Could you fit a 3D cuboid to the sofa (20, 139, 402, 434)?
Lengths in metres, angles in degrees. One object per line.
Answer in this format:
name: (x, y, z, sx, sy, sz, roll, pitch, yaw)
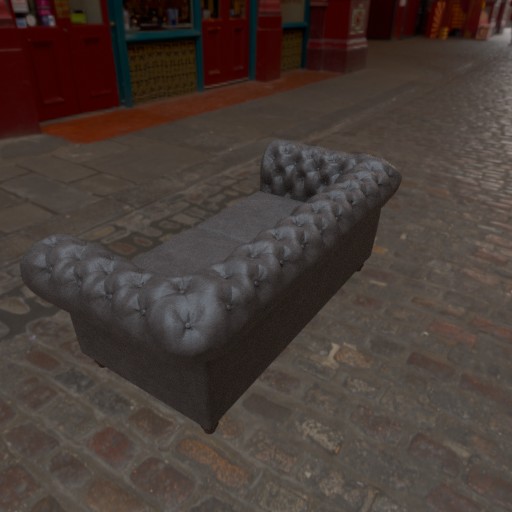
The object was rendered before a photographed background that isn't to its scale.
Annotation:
sofa: (0.000, 0.000, 2.411, 0.944, 0.779, 2.048, 19, 35, 29)
